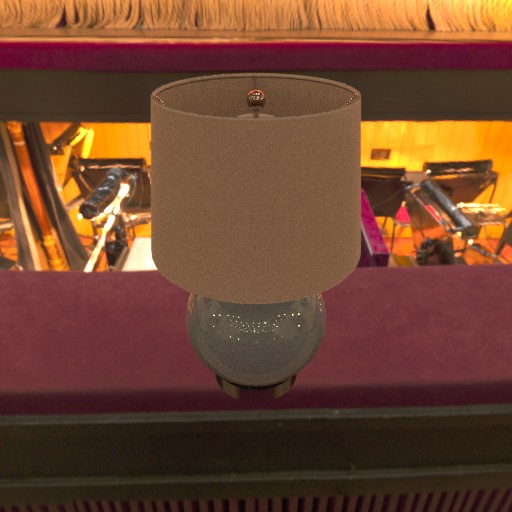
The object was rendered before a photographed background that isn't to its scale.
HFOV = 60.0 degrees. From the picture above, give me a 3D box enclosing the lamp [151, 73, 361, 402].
[{"bbox_3d":[0.000,0.000,0.543,0.247,0.387,0.247,0,32,0],"label":"lamp"}]
